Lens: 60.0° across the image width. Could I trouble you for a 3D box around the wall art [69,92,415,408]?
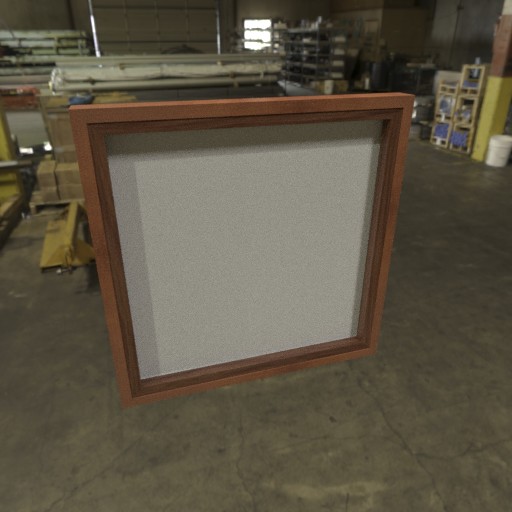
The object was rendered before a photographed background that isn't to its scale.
[{"bbox_3d":[0.000,0.000,0.601,0.403,0.403,0.035,-8,27,-15],"label":"wall art"}]
